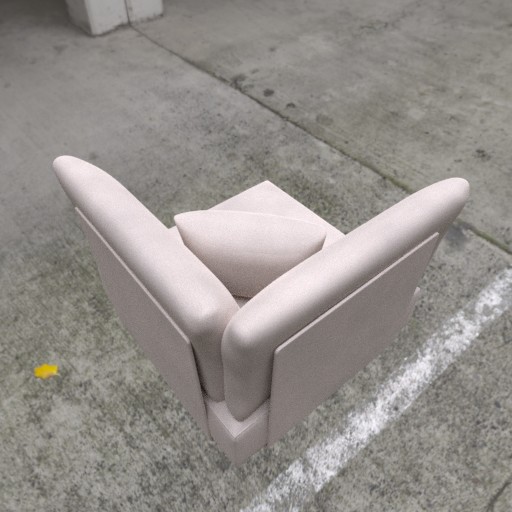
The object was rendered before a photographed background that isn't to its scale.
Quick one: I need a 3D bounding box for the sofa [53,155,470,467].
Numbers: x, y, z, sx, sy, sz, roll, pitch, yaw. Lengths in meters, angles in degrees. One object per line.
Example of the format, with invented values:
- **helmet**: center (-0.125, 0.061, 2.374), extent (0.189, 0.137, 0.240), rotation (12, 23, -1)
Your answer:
- **sofa**: center (0.000, 0.000, 1.724), extent (1.000, 0.820, 1.000), rotation (-30, 53, -26)
